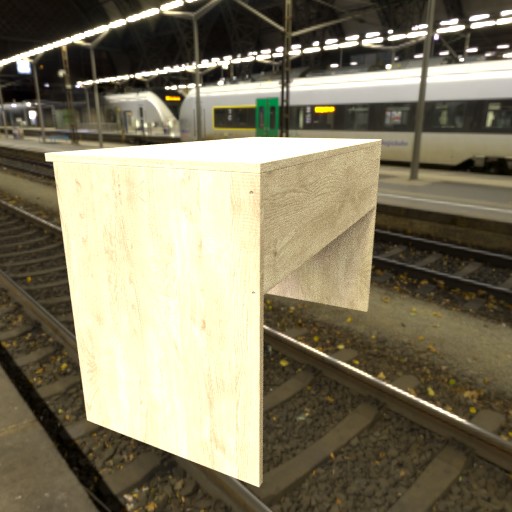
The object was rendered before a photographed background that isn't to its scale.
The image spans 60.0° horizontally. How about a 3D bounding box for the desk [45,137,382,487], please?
[{"bbox_3d":[0.000,0.000,1.497,0.560,0.730,1.100,8,19,25],"label":"desk"}]
